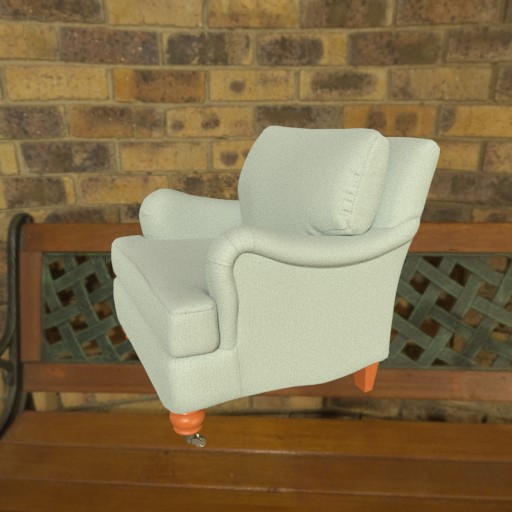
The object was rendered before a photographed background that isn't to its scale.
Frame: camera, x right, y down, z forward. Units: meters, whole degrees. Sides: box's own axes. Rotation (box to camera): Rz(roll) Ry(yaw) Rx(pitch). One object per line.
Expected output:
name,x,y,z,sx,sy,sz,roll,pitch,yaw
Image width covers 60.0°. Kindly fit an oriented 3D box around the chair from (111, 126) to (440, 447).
chair,0.000,0.000,1.865,1.070,1.038,0.955,-9,19,-26
